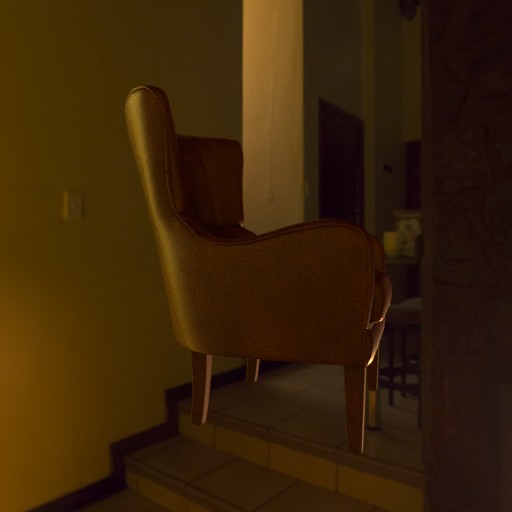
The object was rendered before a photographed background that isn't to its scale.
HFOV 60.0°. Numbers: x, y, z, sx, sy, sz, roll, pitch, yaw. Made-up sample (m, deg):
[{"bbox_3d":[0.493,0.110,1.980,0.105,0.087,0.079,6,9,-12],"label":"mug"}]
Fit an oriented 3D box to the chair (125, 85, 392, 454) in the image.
[{"bbox_3d":[0.000,0.000,1.579,0.914,1.048,0.692,0,0,19],"label":"chair"}]
